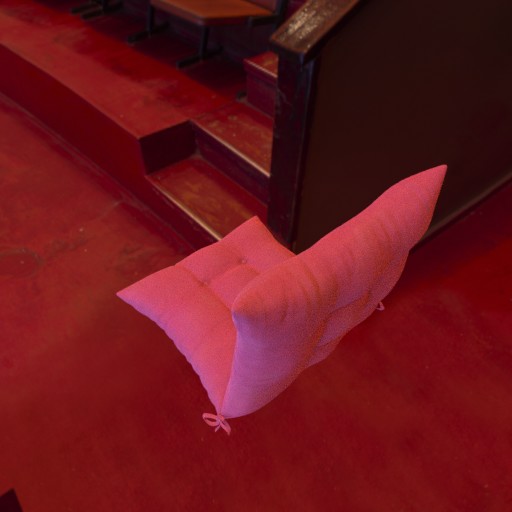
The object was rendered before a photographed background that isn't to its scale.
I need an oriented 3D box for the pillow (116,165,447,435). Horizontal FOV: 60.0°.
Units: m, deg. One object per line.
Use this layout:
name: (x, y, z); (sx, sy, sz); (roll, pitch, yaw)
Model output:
pillow: (0.000, 0.000, 1.012); (0.541, 0.536, 0.585); (-32, 54, -27)
